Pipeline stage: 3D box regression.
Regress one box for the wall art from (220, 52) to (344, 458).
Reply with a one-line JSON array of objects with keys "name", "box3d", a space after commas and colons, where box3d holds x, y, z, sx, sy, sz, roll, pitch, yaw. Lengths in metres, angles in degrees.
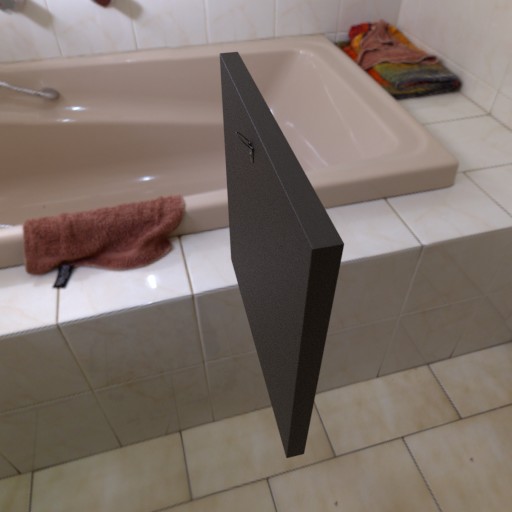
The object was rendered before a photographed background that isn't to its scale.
[{"name": "wall art", "box3d": [0.000, 0.000, 0.533, 0.038, 0.349, 0.349, -9, 45, -9]}]
